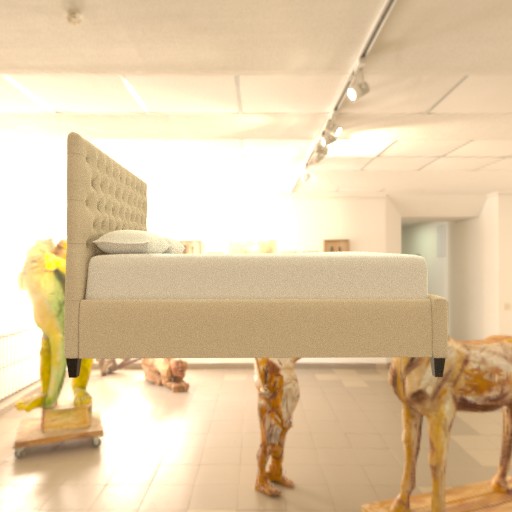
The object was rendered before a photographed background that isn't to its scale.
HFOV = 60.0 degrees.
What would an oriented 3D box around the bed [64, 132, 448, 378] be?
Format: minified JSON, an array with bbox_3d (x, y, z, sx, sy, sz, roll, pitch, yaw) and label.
[{"bbox_3d":[0.000,0.000,3.395,2.233,1.426,1.696,0,-1,0],"label":"bed"}]
